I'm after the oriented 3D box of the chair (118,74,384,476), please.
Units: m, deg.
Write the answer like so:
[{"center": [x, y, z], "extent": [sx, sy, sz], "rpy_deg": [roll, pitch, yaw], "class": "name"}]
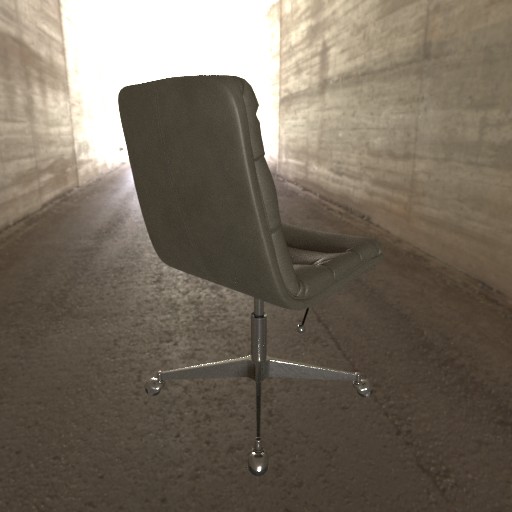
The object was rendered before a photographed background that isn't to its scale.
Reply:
[{"center": [0.000, 0.000, 1.018], "extent": [0.422, 0.738, 0.485], "rpy_deg": [15, 22, 43], "class": "chair"}]
